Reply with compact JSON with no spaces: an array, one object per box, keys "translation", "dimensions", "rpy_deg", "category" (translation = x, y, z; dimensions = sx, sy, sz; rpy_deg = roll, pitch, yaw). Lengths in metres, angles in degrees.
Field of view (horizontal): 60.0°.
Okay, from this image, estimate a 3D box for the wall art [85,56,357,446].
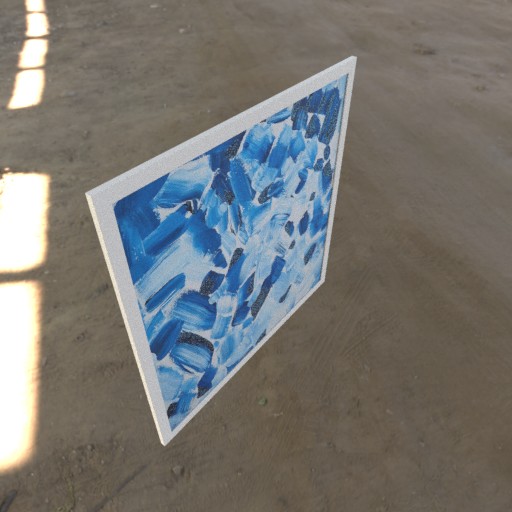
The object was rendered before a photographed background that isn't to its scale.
[{"translation":[0.000,0.000,1.176],"dimensions":[0.015,0.812,0.812],"rpy_deg":[28,49,28],"category":"wall art"}]
